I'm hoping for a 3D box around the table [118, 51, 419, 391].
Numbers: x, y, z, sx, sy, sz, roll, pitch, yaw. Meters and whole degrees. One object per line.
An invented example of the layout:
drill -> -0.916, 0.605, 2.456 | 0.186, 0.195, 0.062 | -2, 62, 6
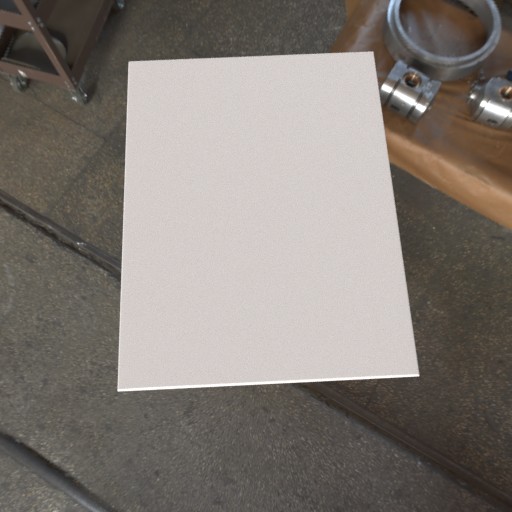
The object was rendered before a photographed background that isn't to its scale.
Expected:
table -> 0.000, 0.000, 1.026 | 0.451, 0.646, 0.564 | -3, 74, -1
